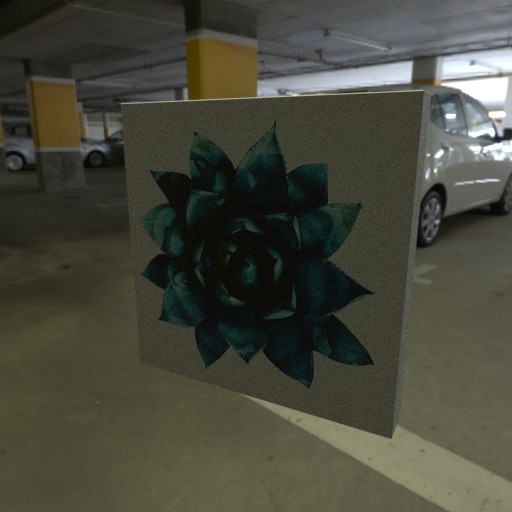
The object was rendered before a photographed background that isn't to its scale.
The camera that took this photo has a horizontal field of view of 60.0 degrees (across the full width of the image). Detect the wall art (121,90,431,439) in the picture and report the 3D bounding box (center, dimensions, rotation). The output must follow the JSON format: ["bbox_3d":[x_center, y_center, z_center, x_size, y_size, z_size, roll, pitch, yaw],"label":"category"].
[{"bbox_3d":[0.000,0.000,0.456,0.305,0.305,0.038,8,17,27],"label":"wall art"}]
